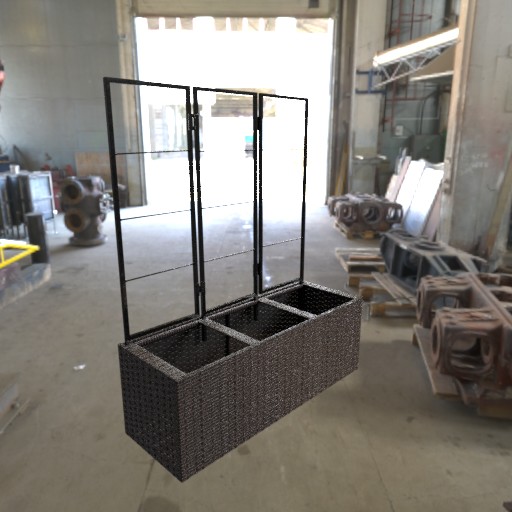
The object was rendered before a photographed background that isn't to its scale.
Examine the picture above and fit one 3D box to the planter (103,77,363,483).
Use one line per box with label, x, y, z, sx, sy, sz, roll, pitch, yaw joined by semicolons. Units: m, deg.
planter;0.000;0.000;1.169;0.244;0.841;0.699;14;20;43
